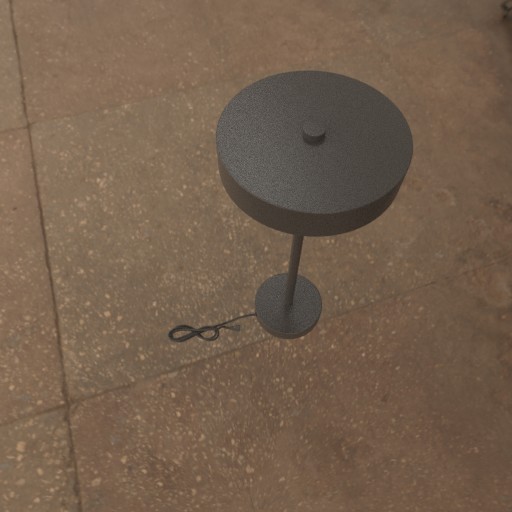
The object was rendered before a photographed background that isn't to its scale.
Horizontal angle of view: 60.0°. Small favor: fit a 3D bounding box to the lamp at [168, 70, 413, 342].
[{"bbox_3d":[0.000,0.000,0.717,0.369,0.508,0.229,-15,61,-9],"label":"lamp"}]
